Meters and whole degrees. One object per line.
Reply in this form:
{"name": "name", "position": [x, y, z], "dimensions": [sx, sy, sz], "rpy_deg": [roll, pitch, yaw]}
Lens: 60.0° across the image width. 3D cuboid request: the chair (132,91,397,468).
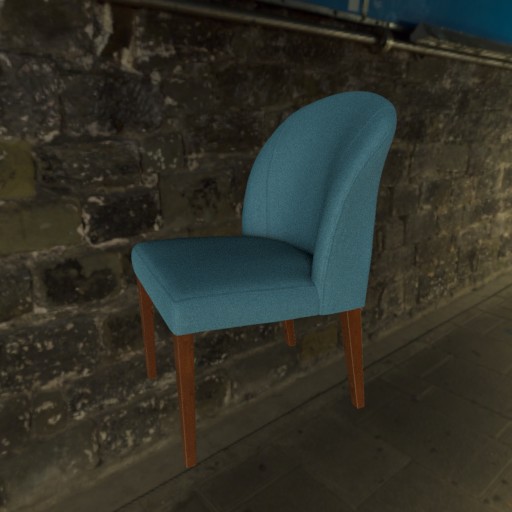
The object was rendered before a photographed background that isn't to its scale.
{"name": "chair", "position": [0.000, 0.000, 1.245], "dimensions": [0.620, 0.879, 0.507], "rpy_deg": [-8, 19, -24]}
